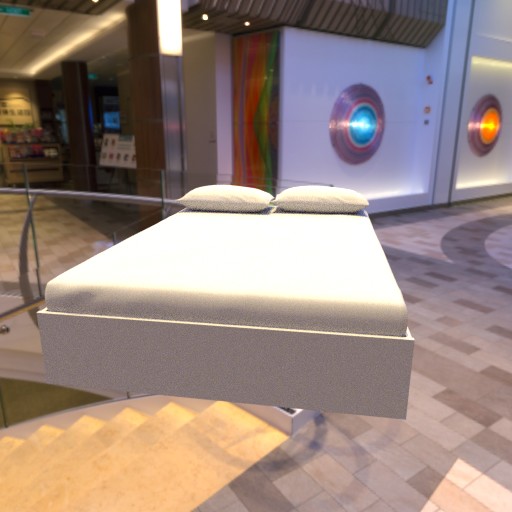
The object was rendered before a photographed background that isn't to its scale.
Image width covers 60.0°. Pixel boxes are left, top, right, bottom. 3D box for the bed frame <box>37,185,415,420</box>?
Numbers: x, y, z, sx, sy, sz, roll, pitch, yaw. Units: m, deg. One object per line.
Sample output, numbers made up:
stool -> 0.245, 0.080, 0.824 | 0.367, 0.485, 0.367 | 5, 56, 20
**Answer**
bed frame -> 0.000, 0.000, 2.576 | 1.450, 0.629, 1.950 | 3, 16, 9
